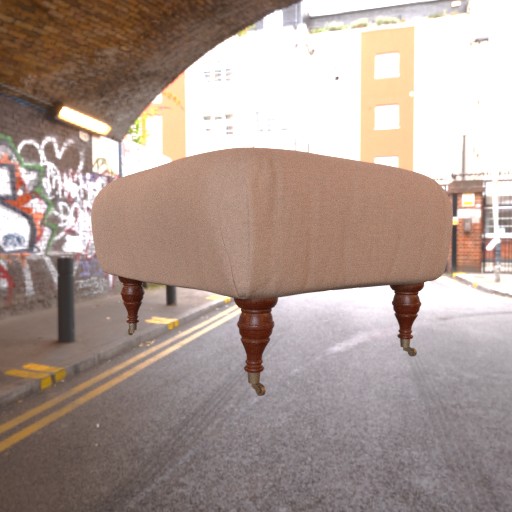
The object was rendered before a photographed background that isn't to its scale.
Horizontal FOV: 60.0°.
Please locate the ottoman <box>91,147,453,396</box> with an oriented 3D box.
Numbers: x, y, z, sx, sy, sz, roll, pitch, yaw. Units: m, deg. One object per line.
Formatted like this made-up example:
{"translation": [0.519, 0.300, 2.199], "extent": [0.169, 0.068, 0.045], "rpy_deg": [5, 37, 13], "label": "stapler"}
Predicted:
{"translation": [0.000, 0.000, 1.121], "extent": [0.639, 0.450, 0.746], "rpy_deg": [-1, 2, -36], "label": "ottoman"}
